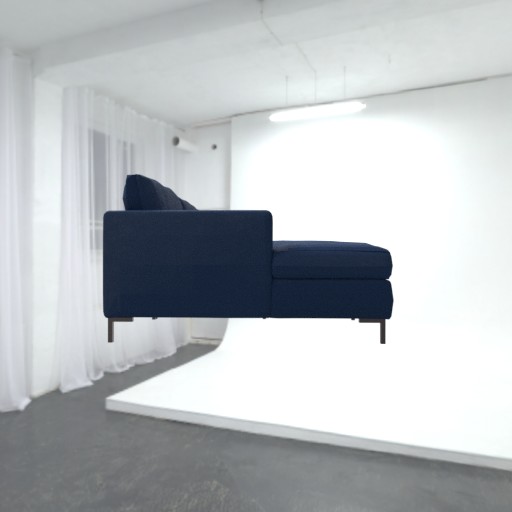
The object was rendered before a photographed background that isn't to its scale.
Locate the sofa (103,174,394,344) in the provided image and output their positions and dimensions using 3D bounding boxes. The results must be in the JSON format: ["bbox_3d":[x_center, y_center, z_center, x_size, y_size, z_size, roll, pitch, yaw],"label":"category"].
[{"bbox_3d":[0.000,0.000,2.895,1.128,0.679,2.450,0,0,2],"label":"sofa"}]
